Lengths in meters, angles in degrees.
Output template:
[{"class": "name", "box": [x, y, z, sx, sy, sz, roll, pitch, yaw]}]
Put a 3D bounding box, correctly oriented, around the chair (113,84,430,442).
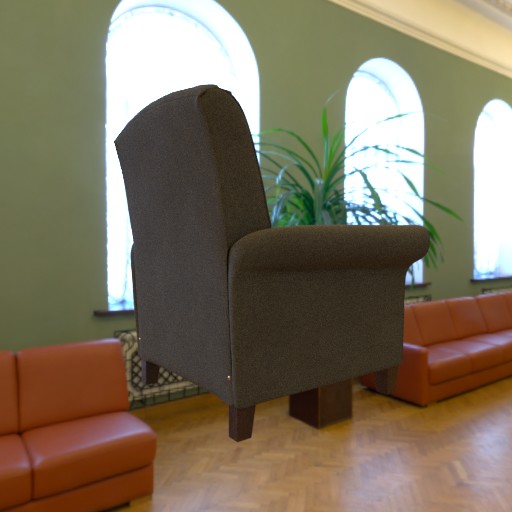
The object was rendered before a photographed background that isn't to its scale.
[{"class": "chair", "box": [0.000, 0.000, 1.757, 0.905, 1.061, 0.978, -1, 2, -37]}]
